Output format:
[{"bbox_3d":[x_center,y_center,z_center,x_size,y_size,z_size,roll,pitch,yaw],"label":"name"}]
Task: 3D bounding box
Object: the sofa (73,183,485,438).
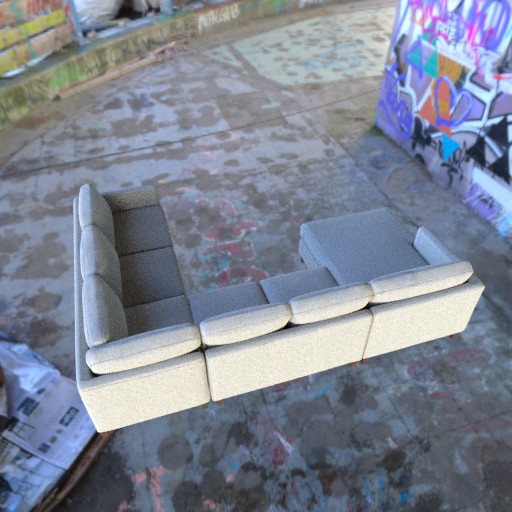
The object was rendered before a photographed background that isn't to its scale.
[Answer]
[{"bbox_3d":[0.000,0.000,4.555,3.460,0.959,2.593,-12,43,-13],"label":"sofa"}]
